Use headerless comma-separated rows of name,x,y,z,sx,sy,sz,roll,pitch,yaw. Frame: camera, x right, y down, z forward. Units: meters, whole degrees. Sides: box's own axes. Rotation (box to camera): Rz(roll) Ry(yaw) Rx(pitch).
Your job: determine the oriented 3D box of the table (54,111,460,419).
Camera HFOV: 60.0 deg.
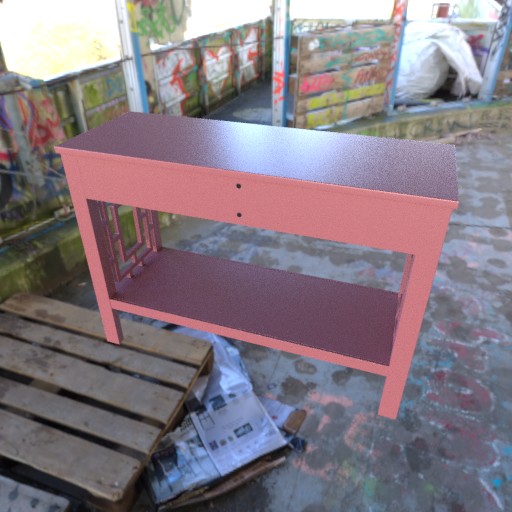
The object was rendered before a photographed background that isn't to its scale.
table,0.000,0.000,1.465,1.068,0.753,0.397,11,35,16
